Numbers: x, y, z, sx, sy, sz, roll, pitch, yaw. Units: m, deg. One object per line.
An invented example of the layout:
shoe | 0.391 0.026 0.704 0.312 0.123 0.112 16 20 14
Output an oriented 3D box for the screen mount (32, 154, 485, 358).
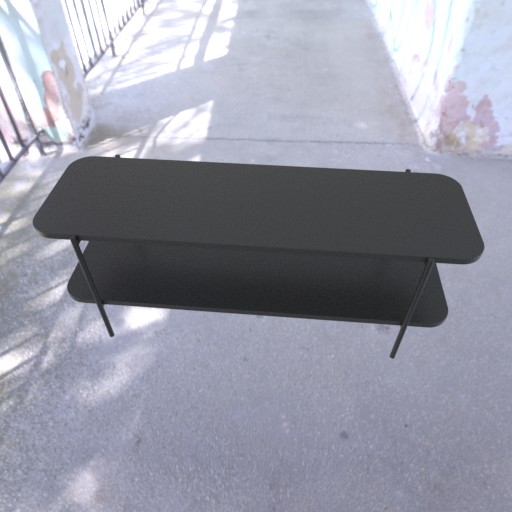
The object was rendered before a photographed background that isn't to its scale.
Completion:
screen mount | 0.000 0.000 1.421 1.200 0.447 0.400 4 46 4
